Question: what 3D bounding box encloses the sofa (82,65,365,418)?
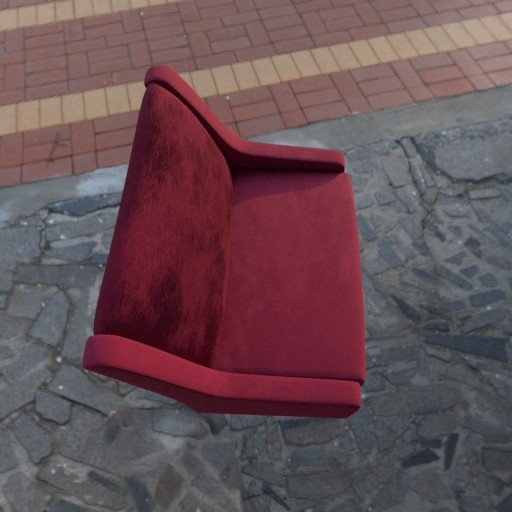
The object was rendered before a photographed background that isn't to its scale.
[{"bbox_3d":[0.000,0.000,1.931,0.946,0.976,1.242,2,62,1],"label":"sofa"}]
